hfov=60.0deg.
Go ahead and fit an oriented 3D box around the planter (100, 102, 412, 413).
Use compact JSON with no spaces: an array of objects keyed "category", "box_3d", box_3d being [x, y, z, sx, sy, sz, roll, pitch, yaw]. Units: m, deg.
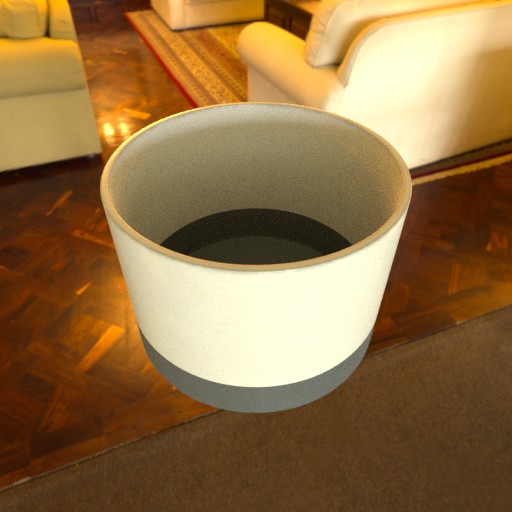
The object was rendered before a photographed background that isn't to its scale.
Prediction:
[{"category":"planter","box_3d":[0.000,0.000,0.224,0.128,0.105,0.128,0,43,0]}]
